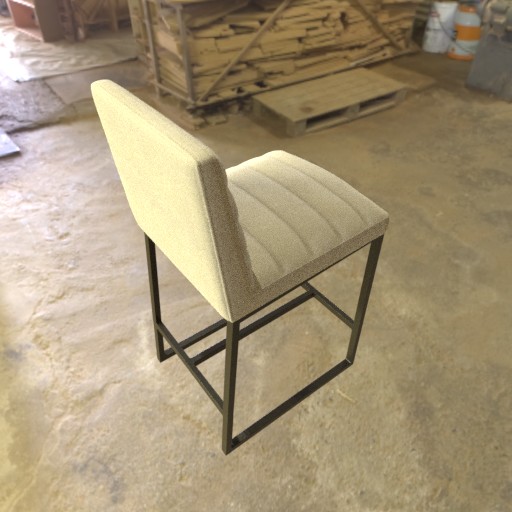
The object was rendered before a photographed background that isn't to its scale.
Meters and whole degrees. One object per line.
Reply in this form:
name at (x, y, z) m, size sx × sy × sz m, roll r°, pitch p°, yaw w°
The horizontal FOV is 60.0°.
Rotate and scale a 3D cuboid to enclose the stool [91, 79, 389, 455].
stool at (0.000, 0.000, 1.241) m, size 0.567 × 0.971 × 0.459 m, roll -26°, pitch 47°, yaw -27°
